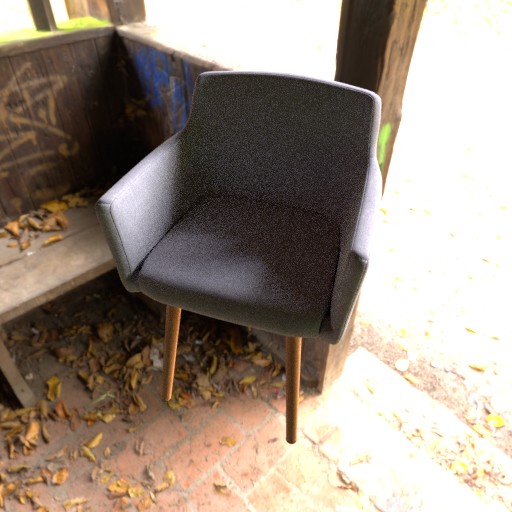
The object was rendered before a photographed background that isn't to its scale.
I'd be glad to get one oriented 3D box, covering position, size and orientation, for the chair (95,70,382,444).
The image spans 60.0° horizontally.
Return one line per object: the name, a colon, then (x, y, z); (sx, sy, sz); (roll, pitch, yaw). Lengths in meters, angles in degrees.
chair: (0.000, 0.000, 1.161); (0.570, 0.780, 0.540); (13, 43, 14)
